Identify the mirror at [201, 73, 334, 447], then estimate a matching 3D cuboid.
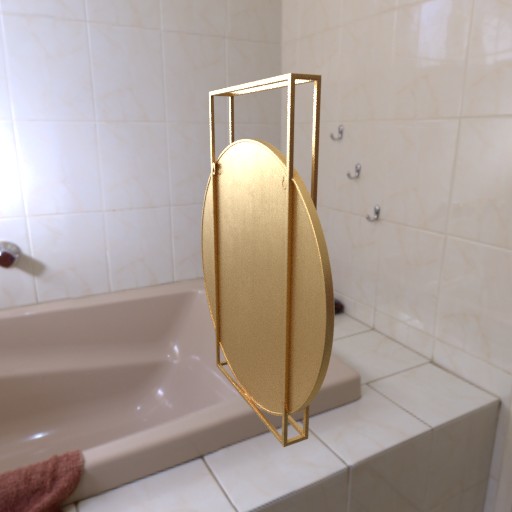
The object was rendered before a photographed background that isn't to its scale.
[{"bbox_3d":[0.000,0.000,0.833,0.051,0.603,0.508,-8,17,-26],"label":"mirror"}]
